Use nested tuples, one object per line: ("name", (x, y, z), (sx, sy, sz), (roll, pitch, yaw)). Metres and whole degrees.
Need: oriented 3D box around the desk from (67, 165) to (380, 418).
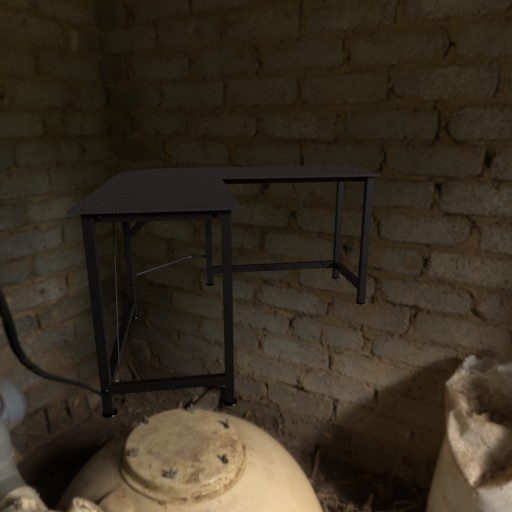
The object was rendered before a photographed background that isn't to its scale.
("desk", (0.000, 0.000, 2.241), (1.400, 0.762, 1.400), (-3, 17, -9))
